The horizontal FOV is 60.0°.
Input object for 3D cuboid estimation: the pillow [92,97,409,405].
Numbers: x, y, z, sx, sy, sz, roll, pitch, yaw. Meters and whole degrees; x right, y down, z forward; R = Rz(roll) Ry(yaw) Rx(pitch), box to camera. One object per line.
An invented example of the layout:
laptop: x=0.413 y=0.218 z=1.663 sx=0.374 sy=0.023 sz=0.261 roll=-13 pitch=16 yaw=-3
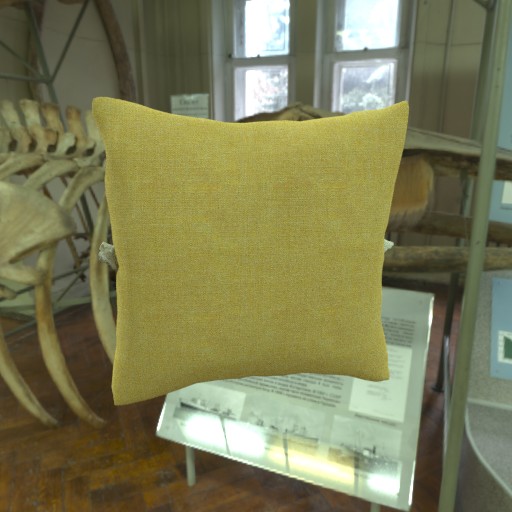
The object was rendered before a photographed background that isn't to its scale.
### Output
pillow: x=0.000 y=0.000 z=0.721 sx=0.485 sy=0.481 sz=0.167 roll=-2 pitch=16 yaw=-9
